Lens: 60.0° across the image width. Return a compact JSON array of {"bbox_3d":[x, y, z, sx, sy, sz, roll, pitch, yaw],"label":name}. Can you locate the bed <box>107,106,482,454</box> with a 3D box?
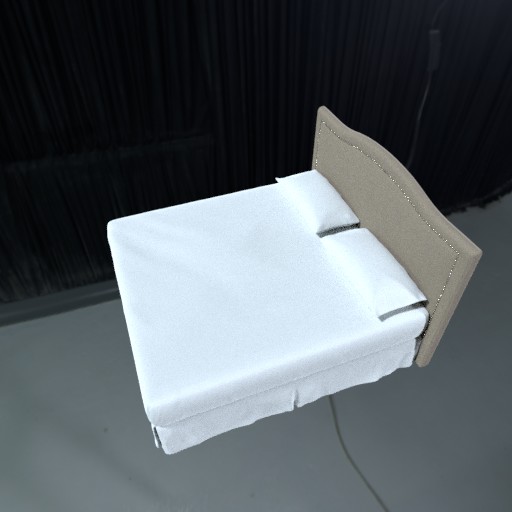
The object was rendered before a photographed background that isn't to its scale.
[{"bbox_3d":[0.000,0.000,3.520,2.182,1.421,2.083,-15,46,-15],"label":"bed"}]
